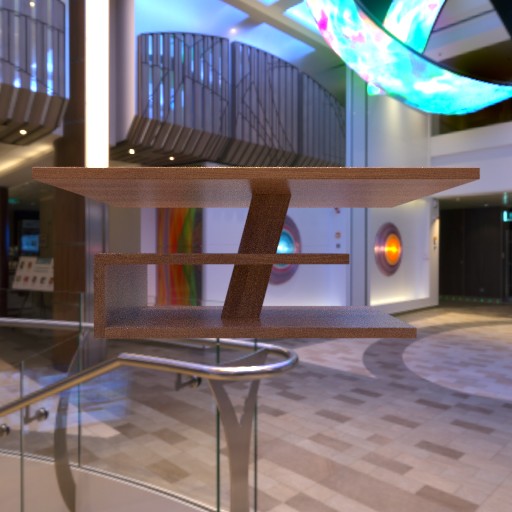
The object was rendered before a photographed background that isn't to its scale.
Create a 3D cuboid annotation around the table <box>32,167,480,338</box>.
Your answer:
[{"bbox_3d":[0.000,0.000,1.440,1.100,0.442,0.700,0,1,0],"label":"table"}]
